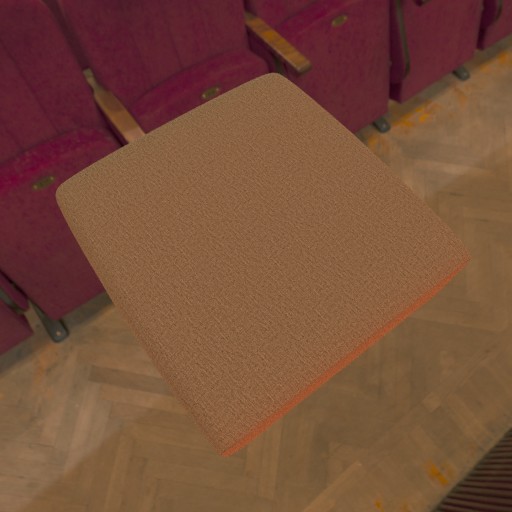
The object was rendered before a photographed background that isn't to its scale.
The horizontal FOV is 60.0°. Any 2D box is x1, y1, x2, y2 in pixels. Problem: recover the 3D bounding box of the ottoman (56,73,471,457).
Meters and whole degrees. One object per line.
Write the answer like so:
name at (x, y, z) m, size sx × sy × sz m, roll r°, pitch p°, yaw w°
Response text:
ottoman at (0.000, 0.000, 1.054) m, size 0.649 × 0.398 × 0.650 m, roll -34°, pitch 68°, yaw -15°
